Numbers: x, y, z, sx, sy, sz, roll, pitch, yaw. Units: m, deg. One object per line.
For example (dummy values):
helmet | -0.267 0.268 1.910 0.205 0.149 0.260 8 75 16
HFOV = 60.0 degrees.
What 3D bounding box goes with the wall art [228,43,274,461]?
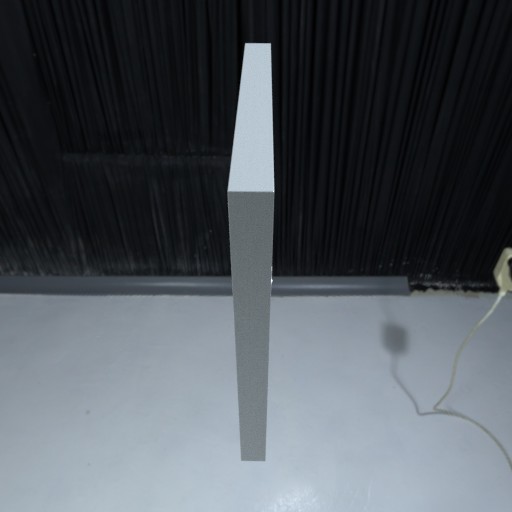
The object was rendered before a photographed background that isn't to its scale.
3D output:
wall art | 0.000 0.000 0.518 0.030 0.379 0.308 1 41 1
